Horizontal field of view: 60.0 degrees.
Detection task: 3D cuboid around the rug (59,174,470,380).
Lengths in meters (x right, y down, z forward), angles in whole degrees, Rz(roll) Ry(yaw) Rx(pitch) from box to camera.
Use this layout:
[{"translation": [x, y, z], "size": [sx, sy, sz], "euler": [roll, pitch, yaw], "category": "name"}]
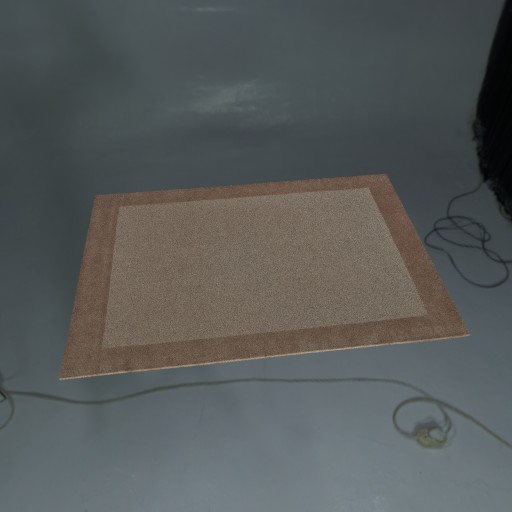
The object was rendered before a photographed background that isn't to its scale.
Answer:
[{"translation": [0.000, 0.000, 2.363], "size": [1.829, 0.014, 1.219], "euler": [-5, 47, -5], "category": "rug"}]
